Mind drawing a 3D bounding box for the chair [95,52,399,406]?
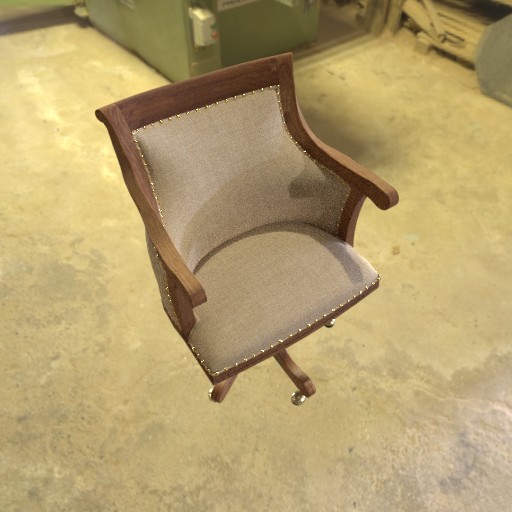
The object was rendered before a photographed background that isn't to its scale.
[{"bbox_3d":[0.000,0.000,1.418,0.656,0.965,0.689,-26,53,-22],"label":"chair"}]
